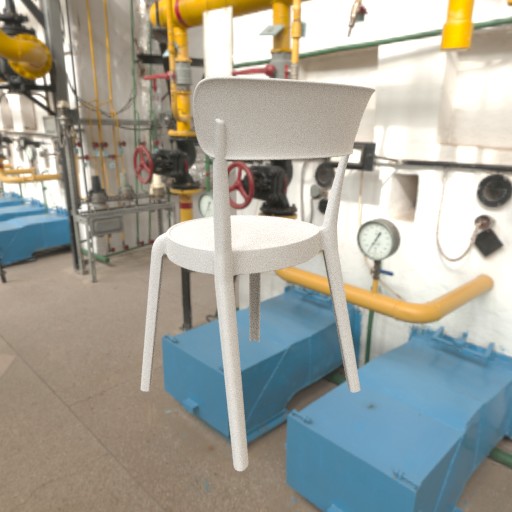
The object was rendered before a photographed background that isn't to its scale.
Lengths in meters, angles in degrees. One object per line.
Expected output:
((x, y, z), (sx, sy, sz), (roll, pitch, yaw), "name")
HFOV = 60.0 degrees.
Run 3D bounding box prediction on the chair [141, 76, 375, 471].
((0.000, 0.000, 1.117), (0.506, 0.790, 0.491), (-15, 22, -41), "chair")
